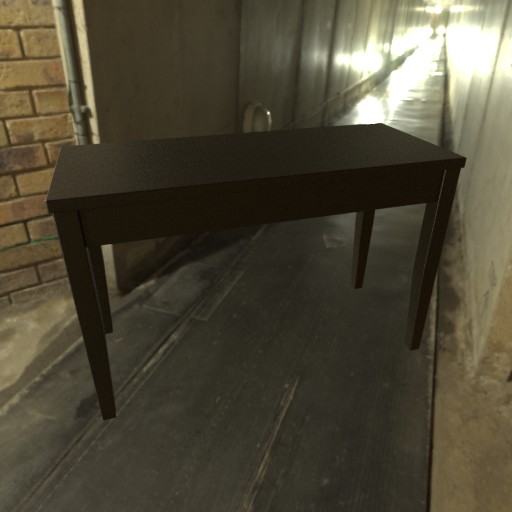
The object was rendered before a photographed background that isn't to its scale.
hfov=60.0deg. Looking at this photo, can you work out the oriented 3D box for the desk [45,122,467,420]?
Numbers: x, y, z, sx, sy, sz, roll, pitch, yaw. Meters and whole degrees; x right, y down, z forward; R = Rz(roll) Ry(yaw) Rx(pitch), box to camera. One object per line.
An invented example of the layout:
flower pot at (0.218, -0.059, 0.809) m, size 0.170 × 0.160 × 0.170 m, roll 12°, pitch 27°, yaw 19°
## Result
desk at (0.000, 0.000, 1.623) m, size 1.220 × 0.775 × 0.508 m, roll -8°, pitch 30°, yaw -15°
